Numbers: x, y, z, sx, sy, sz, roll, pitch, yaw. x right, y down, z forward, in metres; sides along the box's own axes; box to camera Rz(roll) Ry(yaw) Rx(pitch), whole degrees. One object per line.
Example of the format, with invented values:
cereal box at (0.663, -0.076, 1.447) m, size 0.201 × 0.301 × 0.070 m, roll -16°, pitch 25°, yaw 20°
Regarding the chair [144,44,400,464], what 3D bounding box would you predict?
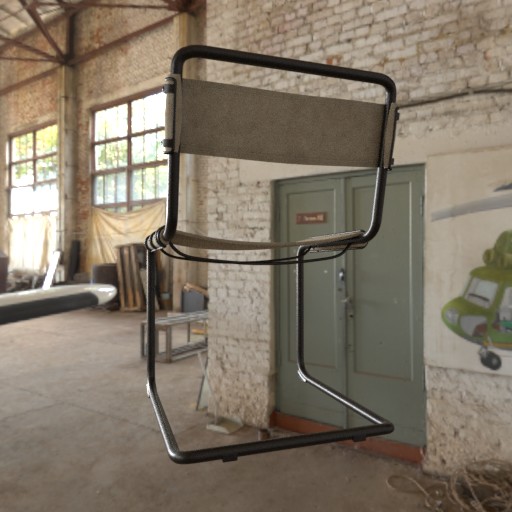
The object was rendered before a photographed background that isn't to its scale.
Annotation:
chair at (0.000, 0.000, 1.069) m, size 0.499 × 0.747 × 0.497 m, roll 0°, pitch 0°, yaw -19°
